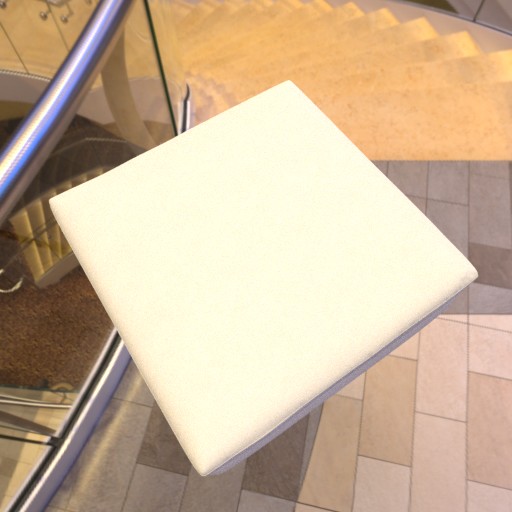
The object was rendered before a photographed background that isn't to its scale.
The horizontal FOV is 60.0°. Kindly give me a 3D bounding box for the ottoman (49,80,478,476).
[{"bbox_3d":[0.000,0.000,1.749,1.163,0.482,1.167,-31,68,-14],"label":"ottoman"}]
